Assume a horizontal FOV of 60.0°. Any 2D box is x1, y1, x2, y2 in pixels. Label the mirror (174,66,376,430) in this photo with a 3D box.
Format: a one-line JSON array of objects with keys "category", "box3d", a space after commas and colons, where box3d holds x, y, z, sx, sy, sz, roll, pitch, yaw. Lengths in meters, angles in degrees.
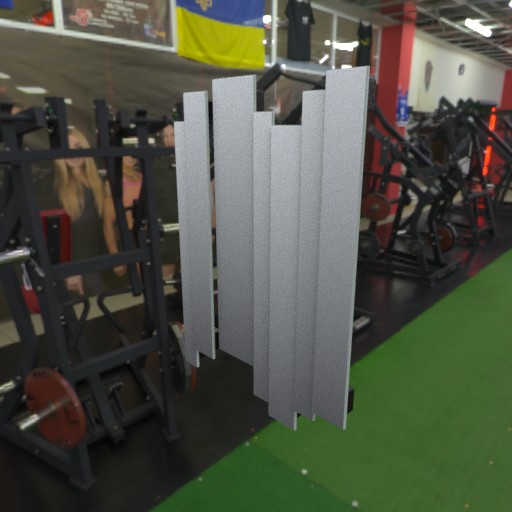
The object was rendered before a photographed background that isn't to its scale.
[{"category": "mirror", "box3d": [0.000, 0.000, 0.802, 0.445, 0.611, 0.058, 15, 22, 42]}]
